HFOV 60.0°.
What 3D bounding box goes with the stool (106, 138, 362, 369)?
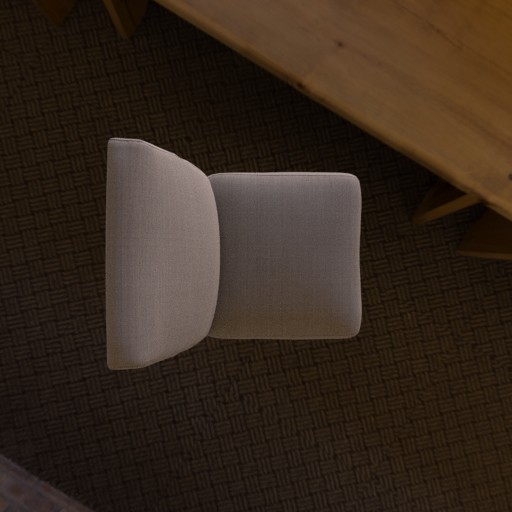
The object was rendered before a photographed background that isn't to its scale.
[{"bbox_3d":[0.000,0.000,1.288,0.570,1.019,0.459,0,90,-1],"label":"stool"}]
